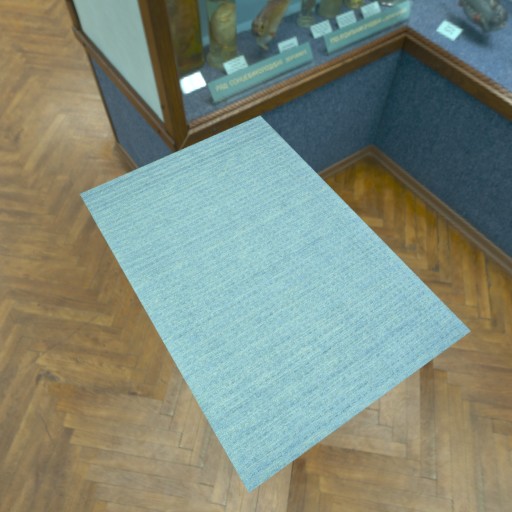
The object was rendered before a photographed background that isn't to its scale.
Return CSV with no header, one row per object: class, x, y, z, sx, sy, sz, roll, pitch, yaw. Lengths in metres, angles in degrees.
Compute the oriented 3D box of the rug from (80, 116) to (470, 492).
rug,0.000,0.000,3.707,1.982,0.006,2.895,-29,62,-17
